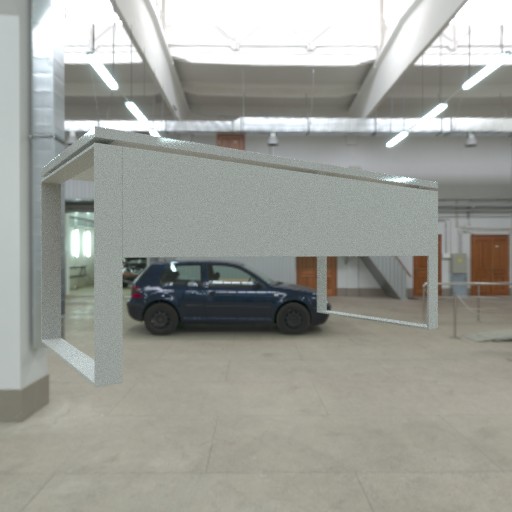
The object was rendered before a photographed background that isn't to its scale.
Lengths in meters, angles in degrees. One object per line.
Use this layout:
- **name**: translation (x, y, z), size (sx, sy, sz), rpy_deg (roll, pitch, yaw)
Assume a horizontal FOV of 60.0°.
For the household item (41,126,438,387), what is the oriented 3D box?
- **household item**: translation (0.000, 0.000, 2.077), size (1.700, 0.745, 0.800), rpy_deg (0, 0, -36)
